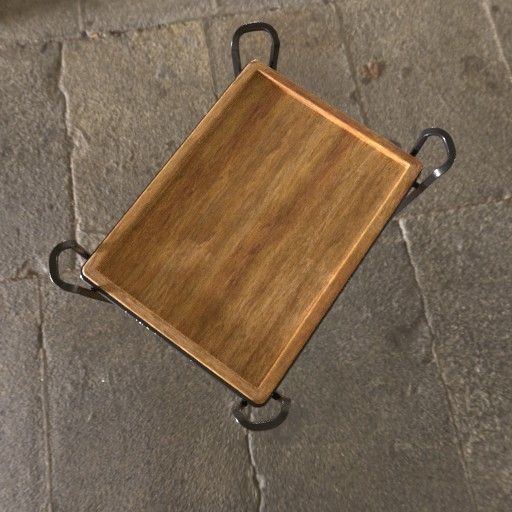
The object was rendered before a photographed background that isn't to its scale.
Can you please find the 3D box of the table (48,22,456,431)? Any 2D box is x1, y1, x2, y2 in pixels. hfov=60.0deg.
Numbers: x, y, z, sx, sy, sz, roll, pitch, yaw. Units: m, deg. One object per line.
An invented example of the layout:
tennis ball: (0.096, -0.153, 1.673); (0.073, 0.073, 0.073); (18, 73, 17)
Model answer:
table: (0.000, 0.000, 1.191); (0.505, 0.785, 0.672); (35, 79, 8)
